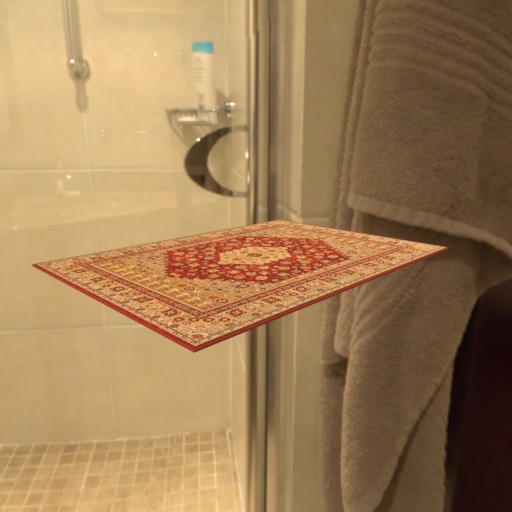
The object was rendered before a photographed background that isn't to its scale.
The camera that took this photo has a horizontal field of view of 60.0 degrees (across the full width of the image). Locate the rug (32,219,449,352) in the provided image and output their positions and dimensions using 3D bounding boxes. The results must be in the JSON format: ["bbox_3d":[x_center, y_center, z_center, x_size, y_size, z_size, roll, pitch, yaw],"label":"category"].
[{"bbox_3d":[0.000,0.000,2.871,2.211,0.013,1.593,-14,20,-43],"label":"rug"}]
